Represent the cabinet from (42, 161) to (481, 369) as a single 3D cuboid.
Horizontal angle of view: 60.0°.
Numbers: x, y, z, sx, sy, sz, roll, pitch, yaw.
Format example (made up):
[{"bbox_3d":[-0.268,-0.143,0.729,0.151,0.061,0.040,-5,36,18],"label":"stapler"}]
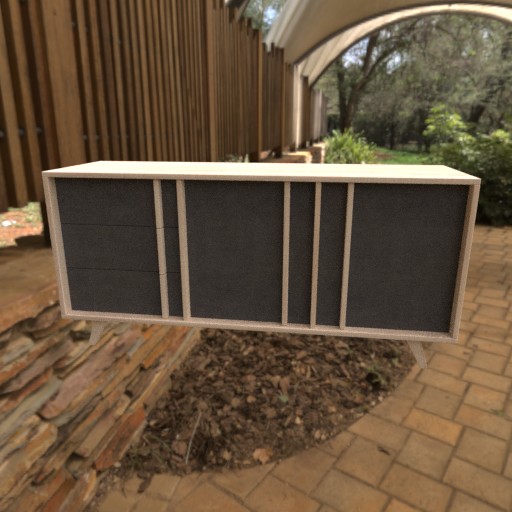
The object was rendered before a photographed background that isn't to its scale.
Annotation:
[{"bbox_3d":[0.000,0.000,2.000,1.650,0.780,0.500,2,17,8],"label":"cabinet"}]
